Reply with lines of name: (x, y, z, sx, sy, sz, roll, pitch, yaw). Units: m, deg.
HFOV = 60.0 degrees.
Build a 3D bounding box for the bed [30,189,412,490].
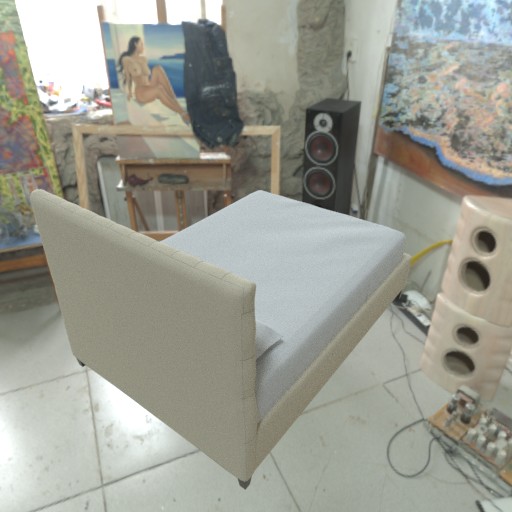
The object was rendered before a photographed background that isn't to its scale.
bed: (0.000, 0.000, 3.398, 1.698, 1.427, 2.387, 22, 38, 31)
